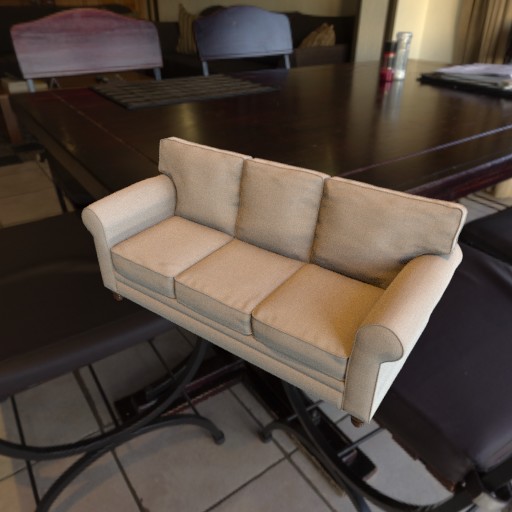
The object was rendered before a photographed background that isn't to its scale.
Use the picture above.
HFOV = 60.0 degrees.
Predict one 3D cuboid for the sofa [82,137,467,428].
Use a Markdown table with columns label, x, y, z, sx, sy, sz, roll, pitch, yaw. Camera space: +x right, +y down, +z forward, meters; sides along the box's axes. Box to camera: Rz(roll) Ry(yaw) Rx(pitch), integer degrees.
| label | x | y | z | sx | sy | sz | roll | pitch | yaw |
| --- | --- | --- | --- | --- | --- | --- | --- | --- | --- |
| sofa | 0.000 | 0.000 | 2.629 | 2.084 | 0.961 | 0.916 | 20 | 37 | 30 |
